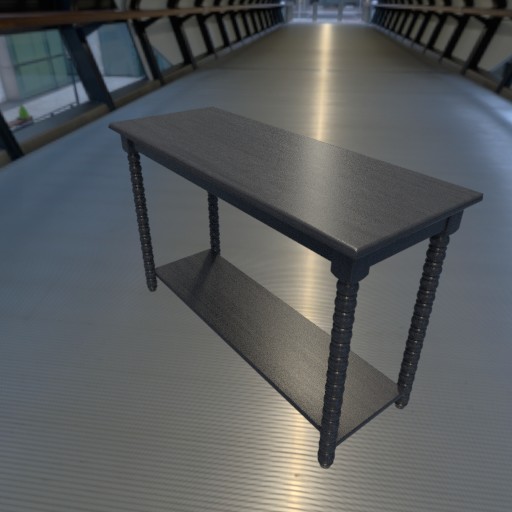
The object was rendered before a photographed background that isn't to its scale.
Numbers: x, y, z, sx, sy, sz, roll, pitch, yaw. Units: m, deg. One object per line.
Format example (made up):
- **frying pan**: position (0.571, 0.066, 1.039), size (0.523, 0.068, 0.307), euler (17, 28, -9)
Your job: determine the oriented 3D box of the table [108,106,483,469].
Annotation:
- **table**: position (0.000, 0.000, 1.513), size (0.459, 0.735, 1.184), euler (-21, 37, -32)
